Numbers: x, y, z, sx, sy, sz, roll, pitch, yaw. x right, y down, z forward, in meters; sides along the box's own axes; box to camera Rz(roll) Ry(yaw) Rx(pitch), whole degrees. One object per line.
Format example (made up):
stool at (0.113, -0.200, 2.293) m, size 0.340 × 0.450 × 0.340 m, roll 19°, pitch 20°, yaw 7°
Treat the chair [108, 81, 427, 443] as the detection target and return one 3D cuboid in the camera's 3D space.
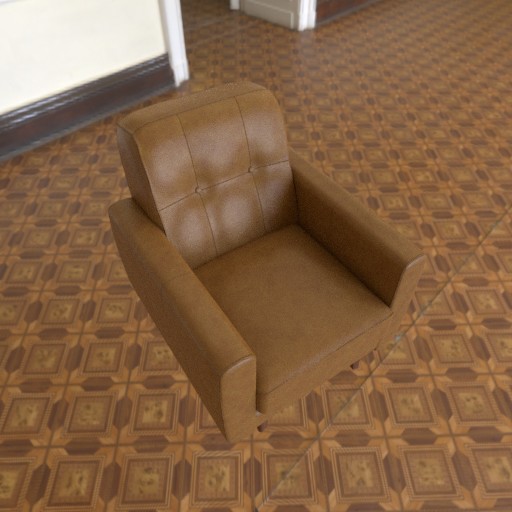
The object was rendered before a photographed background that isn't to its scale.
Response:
chair at (0.000, 0.000, 1.711) m, size 0.845 × 0.968 × 0.942 m, roll -26°, pitch 51°, yaw -23°
